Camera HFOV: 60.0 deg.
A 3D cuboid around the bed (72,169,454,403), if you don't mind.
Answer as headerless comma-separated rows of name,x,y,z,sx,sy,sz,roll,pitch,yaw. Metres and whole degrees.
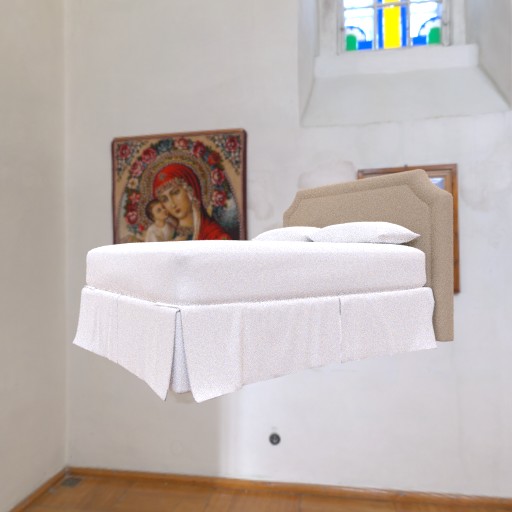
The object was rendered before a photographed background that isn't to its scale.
bed,0.000,0.000,3.262,2.204,1.301,1.828,0,1,-36
